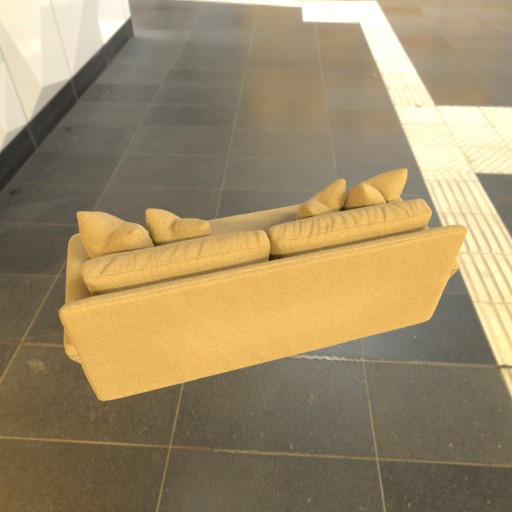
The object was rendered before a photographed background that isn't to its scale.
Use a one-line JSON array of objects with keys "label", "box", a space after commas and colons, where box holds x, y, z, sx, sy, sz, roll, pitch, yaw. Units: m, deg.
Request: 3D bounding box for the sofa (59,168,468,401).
[{"label": "sofa", "box": [0.000, 0.000, 2.833, 2.285, 0.904, 1.067, -11, 44, -12]}]
